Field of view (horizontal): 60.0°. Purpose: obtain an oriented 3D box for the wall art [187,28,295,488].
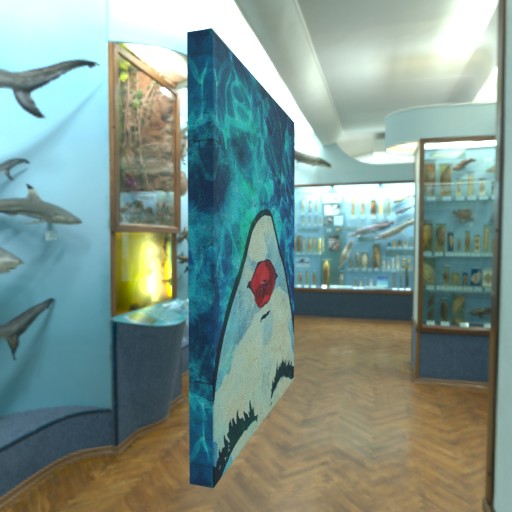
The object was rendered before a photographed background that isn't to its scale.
[{"bbox_3d":[0.000,0.000,0.858,0.038,0.635,0.508,1,2,18],"label":"wall art"}]
